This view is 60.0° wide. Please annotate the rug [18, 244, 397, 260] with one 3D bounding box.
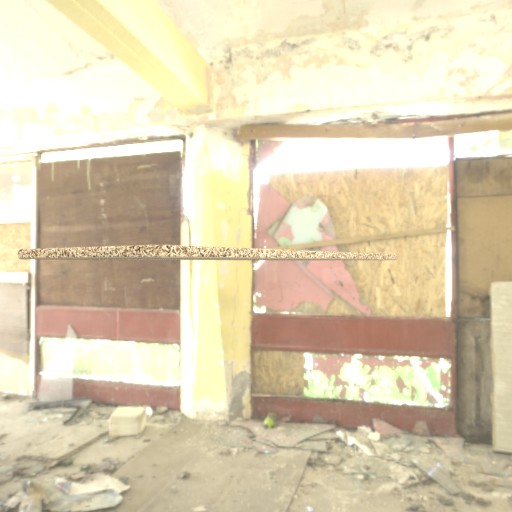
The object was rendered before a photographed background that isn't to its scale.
[{"bbox_3d":[0.000,0.000,1.715,0.609,0.030,1.524,0,-1,36],"label":"rug"}]
